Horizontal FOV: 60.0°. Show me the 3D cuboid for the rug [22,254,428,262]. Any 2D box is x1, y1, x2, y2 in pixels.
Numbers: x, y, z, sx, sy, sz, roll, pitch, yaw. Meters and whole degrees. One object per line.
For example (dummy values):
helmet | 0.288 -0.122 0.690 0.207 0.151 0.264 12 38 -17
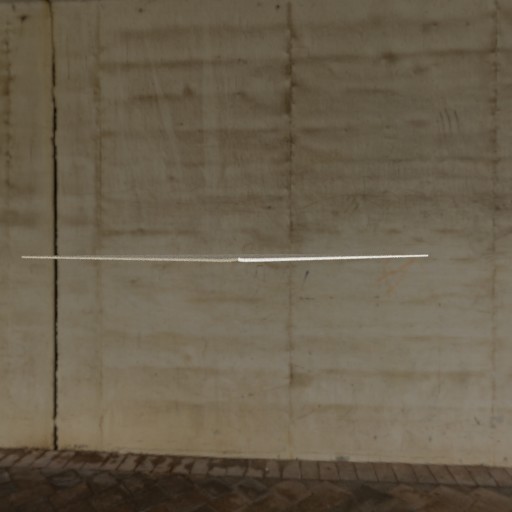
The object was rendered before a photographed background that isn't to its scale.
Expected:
rug | 0.000 0.000 2.857 1.532 0.017 2.244 0 1 37
